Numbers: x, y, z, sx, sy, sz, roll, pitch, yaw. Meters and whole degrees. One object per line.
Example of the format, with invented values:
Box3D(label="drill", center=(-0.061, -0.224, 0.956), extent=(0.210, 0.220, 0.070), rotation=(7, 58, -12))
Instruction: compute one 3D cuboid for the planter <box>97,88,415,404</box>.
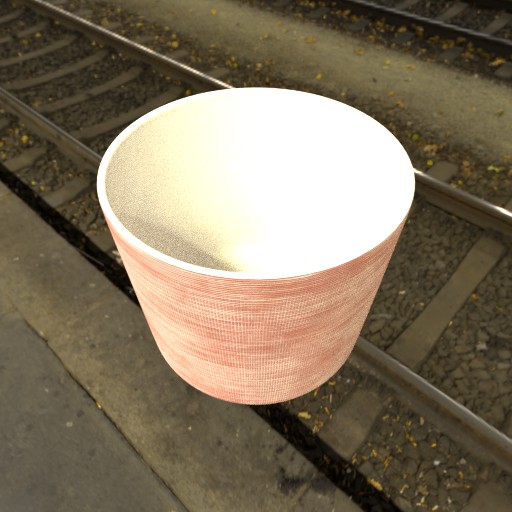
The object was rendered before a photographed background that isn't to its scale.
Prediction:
Box3D(label="planter", center=(0.000, 0.000, 0.775), extent=(0.440, 0.398, 0.440), rotation=(0, 47, 0))
